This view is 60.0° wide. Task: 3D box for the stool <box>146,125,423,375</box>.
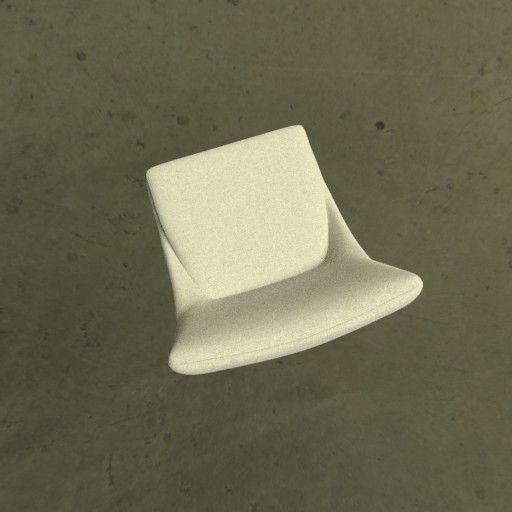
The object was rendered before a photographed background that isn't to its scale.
[{"bbox_3d":[0.000,0.000,1.259,0.469,0.991,0.559,-17,78,-4],"label":"stool"}]
